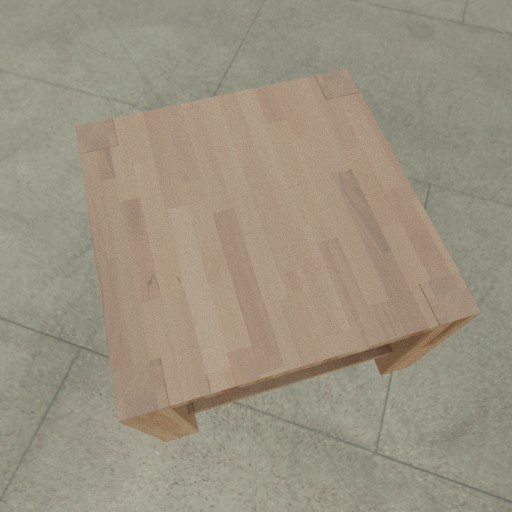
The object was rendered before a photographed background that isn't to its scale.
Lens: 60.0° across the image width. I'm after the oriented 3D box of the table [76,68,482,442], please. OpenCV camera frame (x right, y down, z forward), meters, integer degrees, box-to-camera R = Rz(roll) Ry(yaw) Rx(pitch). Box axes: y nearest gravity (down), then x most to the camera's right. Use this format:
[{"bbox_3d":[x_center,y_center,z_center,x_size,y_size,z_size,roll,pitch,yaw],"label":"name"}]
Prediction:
[{"bbox_3d":[0.000,0.000,1.160,0.700,0.451,0.700,-15,64,-7],"label":"table"}]
